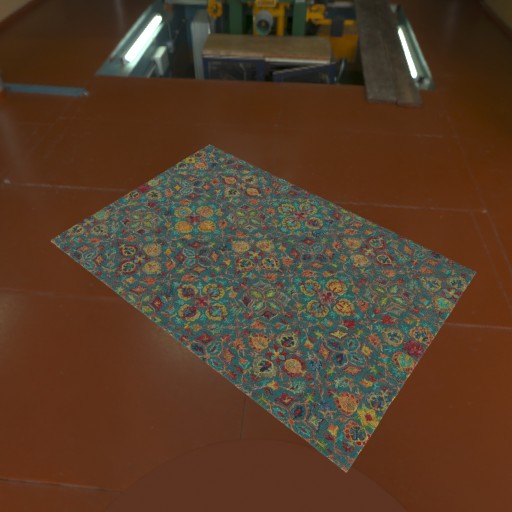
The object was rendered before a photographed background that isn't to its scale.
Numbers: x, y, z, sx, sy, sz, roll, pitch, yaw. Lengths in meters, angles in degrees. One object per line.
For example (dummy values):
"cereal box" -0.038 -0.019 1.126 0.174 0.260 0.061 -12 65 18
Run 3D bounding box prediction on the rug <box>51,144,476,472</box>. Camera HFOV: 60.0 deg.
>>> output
"rug" 0.000 0.000 2.849 2.290 0.016 1.527 31 53 26
